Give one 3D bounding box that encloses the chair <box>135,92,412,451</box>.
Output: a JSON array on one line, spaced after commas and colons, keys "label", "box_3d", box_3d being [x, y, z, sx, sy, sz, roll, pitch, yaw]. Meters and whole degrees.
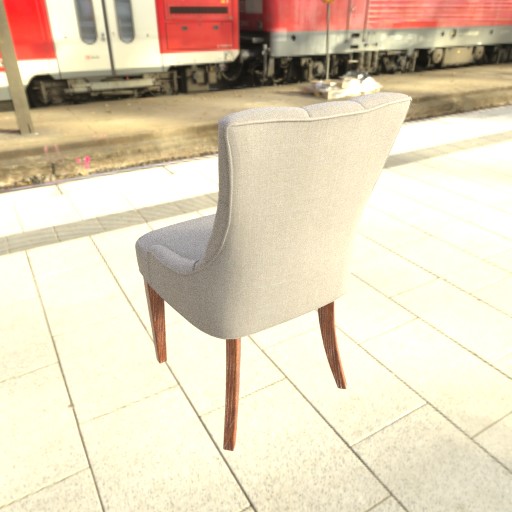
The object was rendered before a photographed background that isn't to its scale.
[{"label": "chair", "box_3d": [0.000, 0.000, 1.195, 0.509, 0.874, 0.565, -18, 34, -28]}]
